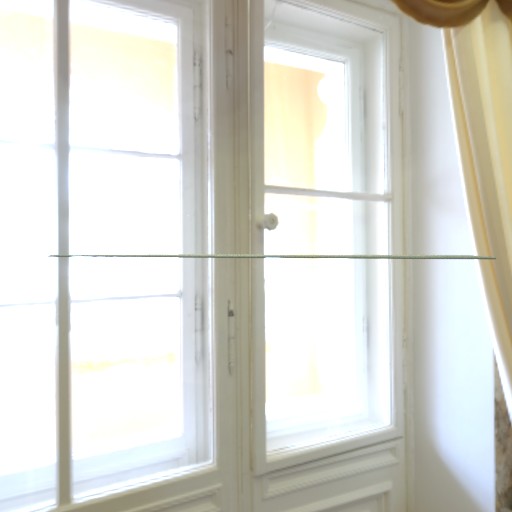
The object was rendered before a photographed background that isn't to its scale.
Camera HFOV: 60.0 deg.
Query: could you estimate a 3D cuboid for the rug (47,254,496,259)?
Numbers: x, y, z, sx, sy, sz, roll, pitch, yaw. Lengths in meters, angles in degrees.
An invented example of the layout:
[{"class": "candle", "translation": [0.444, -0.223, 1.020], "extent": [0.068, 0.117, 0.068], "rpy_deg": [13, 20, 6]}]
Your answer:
[{"class": "rug", "translation": [0.000, 0.000, 2.390], "extent": [2.196, 0.011, 0.662], "rpy_deg": [0, 1, 18]}]
